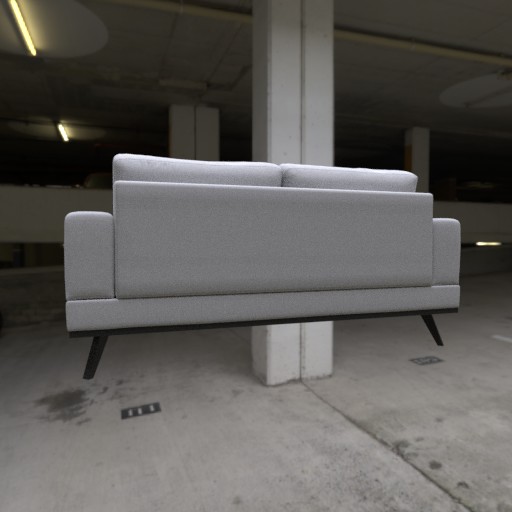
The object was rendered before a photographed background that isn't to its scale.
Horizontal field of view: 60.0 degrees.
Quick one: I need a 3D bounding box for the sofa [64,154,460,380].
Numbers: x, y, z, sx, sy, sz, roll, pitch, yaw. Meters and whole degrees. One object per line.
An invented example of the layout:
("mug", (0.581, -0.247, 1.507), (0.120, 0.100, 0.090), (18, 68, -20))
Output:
("sofa", (0.000, 0.000, 2.160), (1.650, 0.810, 0.920), (-1, 2, -19))
